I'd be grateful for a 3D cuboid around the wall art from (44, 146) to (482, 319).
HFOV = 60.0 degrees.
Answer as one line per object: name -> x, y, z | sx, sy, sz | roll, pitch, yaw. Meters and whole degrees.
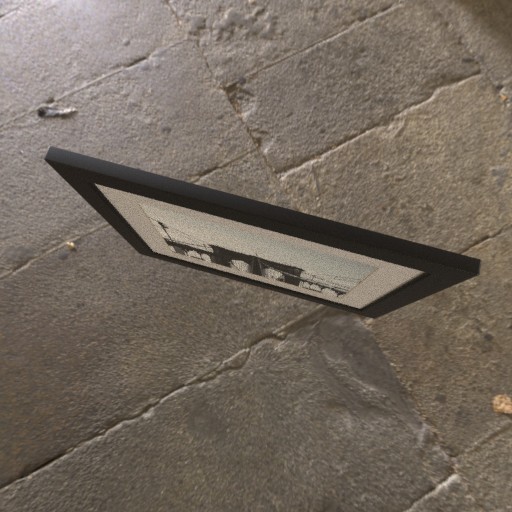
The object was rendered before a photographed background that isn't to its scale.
wall art -> 0.000, 0.000, 0.729 | 0.521, 0.450, 0.018 | 15, 76, 4
